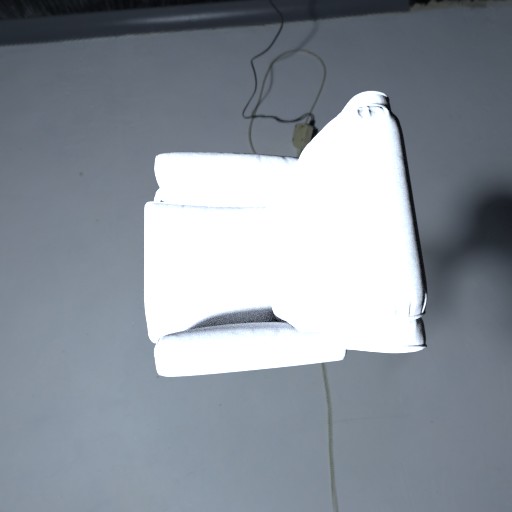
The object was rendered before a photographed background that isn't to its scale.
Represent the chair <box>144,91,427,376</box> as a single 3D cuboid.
[{"bbox_3d":[0.000,0.000,1.706,0.919,1.046,0.859,-3,75,-1],"label":"chair"}]
